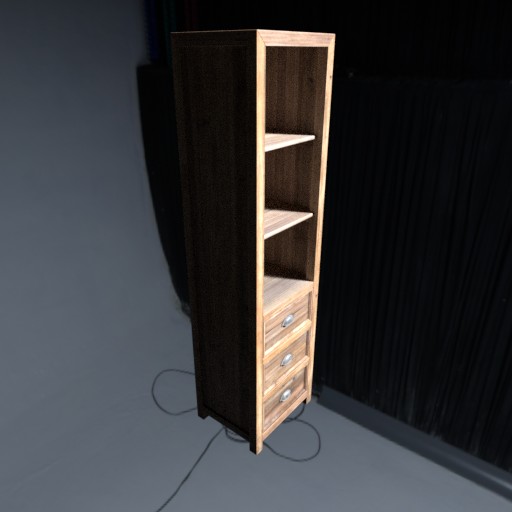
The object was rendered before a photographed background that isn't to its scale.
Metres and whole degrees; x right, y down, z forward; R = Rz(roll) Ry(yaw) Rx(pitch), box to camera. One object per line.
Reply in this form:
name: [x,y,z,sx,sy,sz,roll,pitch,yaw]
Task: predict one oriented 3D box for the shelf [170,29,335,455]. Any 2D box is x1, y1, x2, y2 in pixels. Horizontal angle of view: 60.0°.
shelf: [0.000,0.000,2.115,0.428,1.900,0.500,19,31,35]
